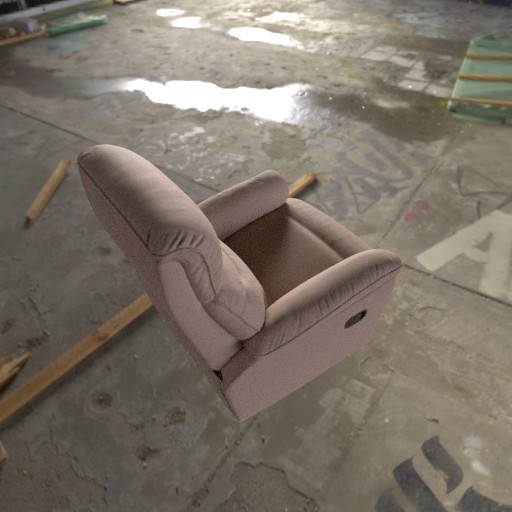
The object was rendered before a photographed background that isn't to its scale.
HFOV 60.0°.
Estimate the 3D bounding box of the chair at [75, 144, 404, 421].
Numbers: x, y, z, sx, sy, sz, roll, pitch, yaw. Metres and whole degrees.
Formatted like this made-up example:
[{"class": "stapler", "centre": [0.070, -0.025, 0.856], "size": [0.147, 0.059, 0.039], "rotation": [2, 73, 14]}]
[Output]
[{"class": "chair", "centre": [0.000, 0.000, 1.738], "size": [1.004, 1.037, 0.820], "rotation": [-26, 48, -26]}]
